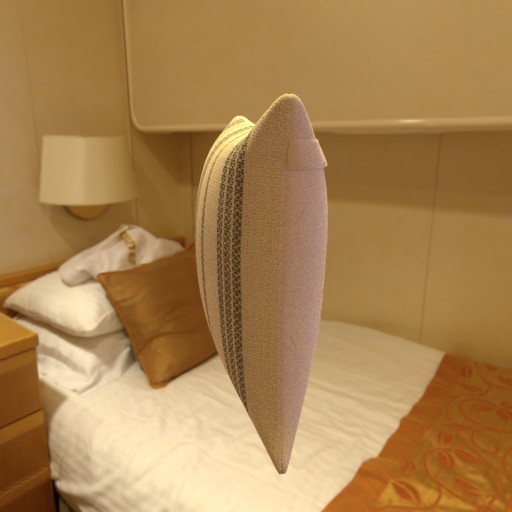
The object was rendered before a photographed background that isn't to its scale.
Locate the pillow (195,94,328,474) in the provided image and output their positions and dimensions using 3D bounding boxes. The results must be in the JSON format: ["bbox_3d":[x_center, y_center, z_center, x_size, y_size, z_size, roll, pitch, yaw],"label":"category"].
[{"bbox_3d":[0.000,0.000,0.639,0.173,0.406,0.405,-2,15,-8],"label":"pillow"}]
